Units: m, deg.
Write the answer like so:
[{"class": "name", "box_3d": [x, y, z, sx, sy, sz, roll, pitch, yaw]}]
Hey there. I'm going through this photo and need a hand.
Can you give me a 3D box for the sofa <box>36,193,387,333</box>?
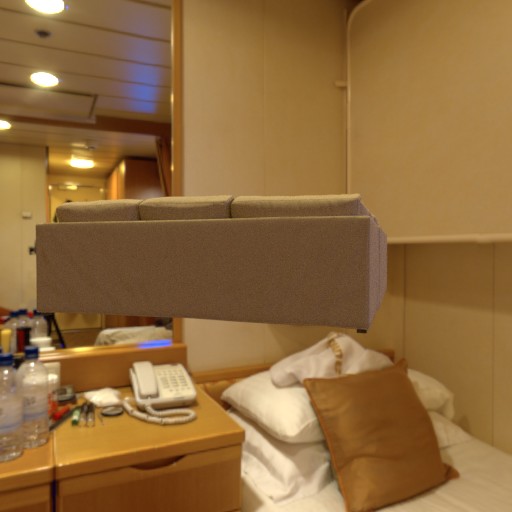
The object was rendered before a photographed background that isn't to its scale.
[{"class": "sofa", "box_3d": [0.000, 0.000, 4.418, 2.432, 0.871, 3.182, 0, 1, 18]}]
